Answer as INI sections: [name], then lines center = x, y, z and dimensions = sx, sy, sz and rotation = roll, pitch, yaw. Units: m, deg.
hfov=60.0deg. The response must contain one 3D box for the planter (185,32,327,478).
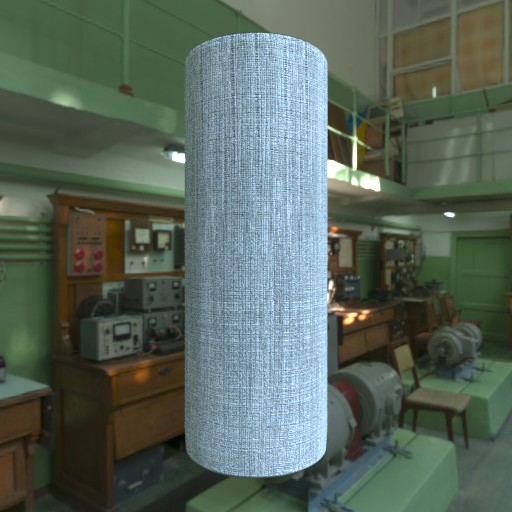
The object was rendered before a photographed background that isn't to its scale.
[planter]
center = 0.000, 0.000, 0.315
dimensions = 0.100, 0.270, 0.100
rotation = 0, 0, 36
